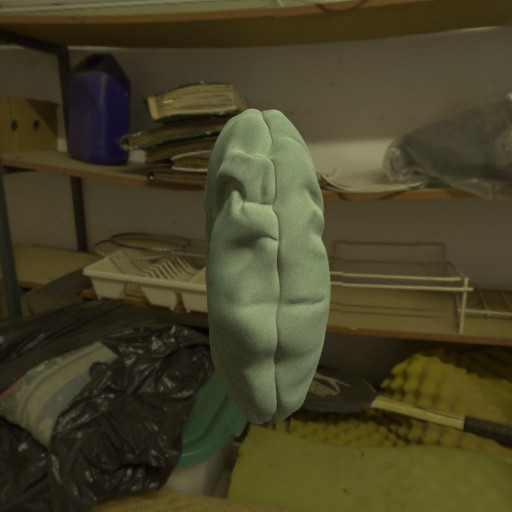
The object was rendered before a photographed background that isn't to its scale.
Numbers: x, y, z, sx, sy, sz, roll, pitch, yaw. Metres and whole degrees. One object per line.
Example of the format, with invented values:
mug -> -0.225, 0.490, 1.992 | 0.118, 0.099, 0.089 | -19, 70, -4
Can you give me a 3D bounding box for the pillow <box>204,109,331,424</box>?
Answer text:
pillow -> 0.000, 0.000, 0.646 | 0.148, 0.407, 0.428 | -2, 15, -7
